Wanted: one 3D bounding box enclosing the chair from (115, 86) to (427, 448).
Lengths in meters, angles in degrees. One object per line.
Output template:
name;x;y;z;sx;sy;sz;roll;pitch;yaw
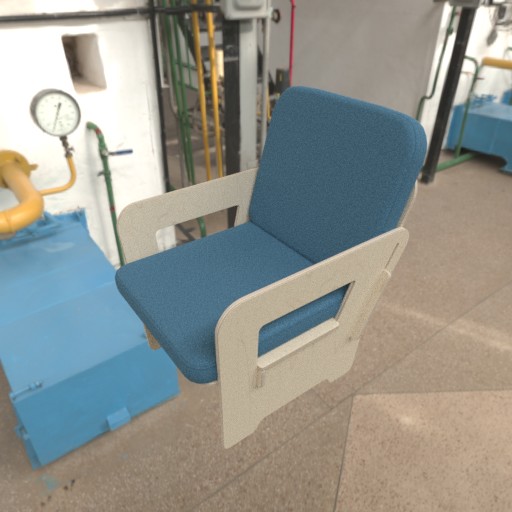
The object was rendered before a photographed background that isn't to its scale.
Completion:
chair;0.000;0.000;1.191;0.657;0.747;0.547;-22;39;-30
